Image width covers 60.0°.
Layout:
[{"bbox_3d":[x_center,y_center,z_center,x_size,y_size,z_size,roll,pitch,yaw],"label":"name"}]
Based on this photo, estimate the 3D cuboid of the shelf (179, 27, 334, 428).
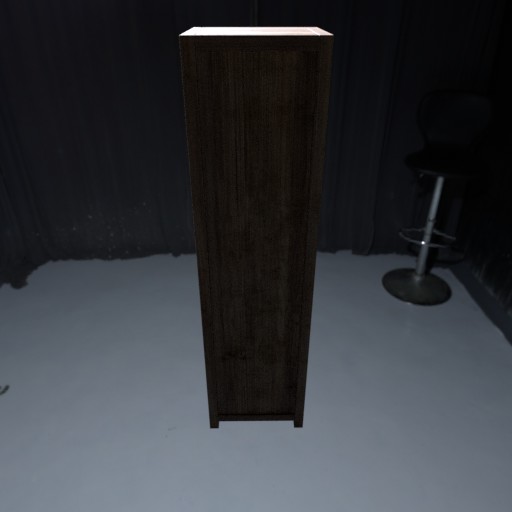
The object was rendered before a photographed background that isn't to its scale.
[{"bbox_3d":[0.000,0.000,2.093,0.500,1.900,0.428,0,30,-1],"label":"shelf"}]
